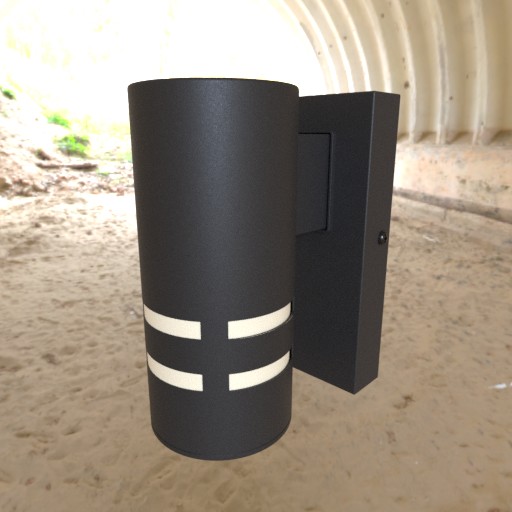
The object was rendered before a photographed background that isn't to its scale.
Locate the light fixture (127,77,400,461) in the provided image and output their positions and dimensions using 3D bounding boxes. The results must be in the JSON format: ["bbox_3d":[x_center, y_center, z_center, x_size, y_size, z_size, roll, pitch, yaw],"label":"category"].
[{"bbox_3d":[0.000,0.000,0.255,0.098,0.179,0.138,14,21,42],"label":"light fixture"}]
